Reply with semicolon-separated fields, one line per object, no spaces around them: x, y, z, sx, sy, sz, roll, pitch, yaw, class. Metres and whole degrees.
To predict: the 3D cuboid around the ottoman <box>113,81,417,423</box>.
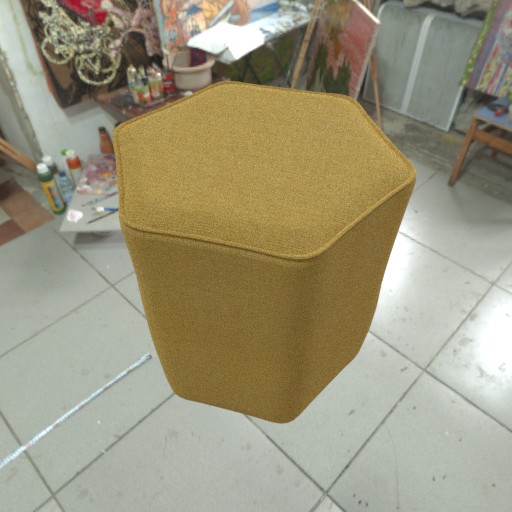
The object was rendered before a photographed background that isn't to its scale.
0.000;0.000;0.864;0.494;0.502;0.443;11;47;10;ottoman
